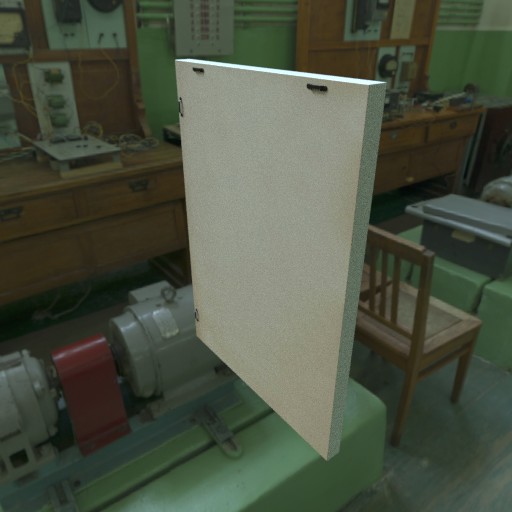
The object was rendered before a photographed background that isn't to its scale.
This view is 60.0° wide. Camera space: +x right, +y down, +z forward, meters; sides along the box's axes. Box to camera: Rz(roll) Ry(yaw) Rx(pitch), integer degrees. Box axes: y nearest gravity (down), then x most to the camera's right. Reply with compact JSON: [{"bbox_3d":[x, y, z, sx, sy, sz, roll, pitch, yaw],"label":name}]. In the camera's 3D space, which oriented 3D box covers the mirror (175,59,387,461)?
[{"bbox_3d":[0.000,0.000,0.909,0.040,0.710,0.507,-20,34,-33],"label":"mirror"}]
